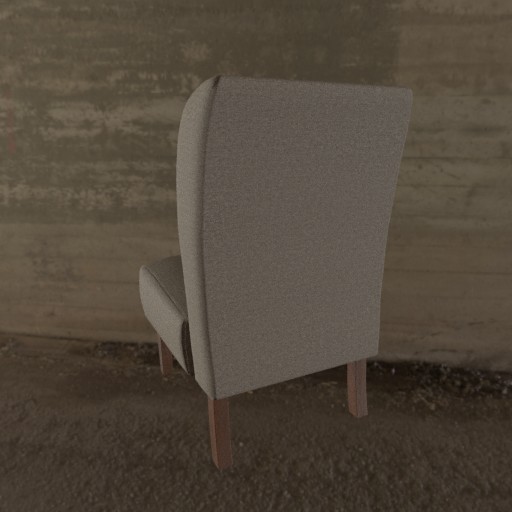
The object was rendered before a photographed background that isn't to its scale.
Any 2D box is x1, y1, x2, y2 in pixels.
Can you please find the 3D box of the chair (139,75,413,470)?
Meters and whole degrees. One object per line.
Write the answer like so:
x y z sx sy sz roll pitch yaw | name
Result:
0.000 0.000 1.165 0.513 0.804 0.592 -8 17 -27 | chair
